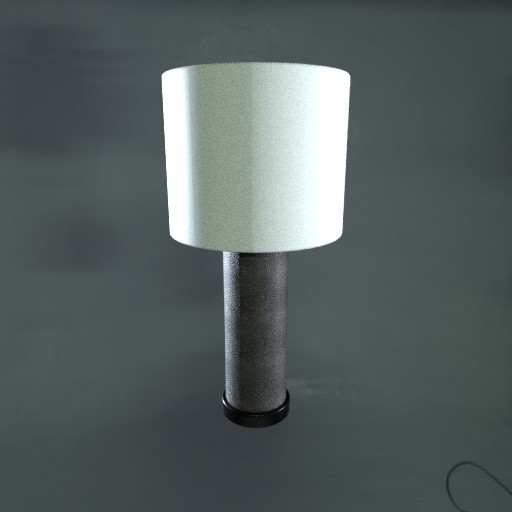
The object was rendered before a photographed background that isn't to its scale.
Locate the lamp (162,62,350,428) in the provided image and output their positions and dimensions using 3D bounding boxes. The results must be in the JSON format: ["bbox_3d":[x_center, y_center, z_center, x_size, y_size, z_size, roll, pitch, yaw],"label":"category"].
[{"bbox_3d":[0.000,0.000,0.813,0.305,0.634,0.305,-2,15,-7],"label":"lamp"}]
